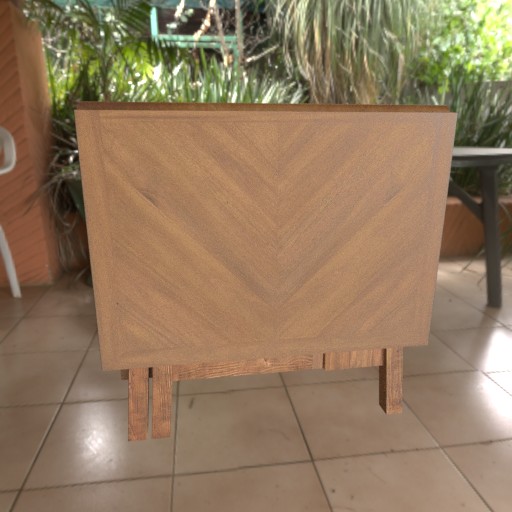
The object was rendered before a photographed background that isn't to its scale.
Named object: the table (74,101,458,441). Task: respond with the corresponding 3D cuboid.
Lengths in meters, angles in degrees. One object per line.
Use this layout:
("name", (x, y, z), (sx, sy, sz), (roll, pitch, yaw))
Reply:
("table", (0.000, 0.000, 1.557), (0.967, 0.981, 0.701), (-3, 16, -9))
